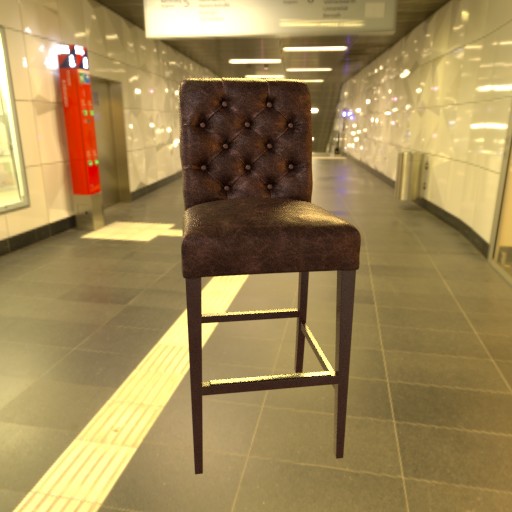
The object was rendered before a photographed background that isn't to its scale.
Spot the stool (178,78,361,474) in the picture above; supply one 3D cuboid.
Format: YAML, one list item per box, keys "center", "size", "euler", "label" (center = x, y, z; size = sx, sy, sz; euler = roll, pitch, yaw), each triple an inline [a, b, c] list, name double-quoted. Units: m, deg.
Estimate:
- center: [0.000, 0.000, 1.495]
  size: [0.483, 1.168, 0.659]
  euler: [-2, 17, -8]
  label: "stool"
